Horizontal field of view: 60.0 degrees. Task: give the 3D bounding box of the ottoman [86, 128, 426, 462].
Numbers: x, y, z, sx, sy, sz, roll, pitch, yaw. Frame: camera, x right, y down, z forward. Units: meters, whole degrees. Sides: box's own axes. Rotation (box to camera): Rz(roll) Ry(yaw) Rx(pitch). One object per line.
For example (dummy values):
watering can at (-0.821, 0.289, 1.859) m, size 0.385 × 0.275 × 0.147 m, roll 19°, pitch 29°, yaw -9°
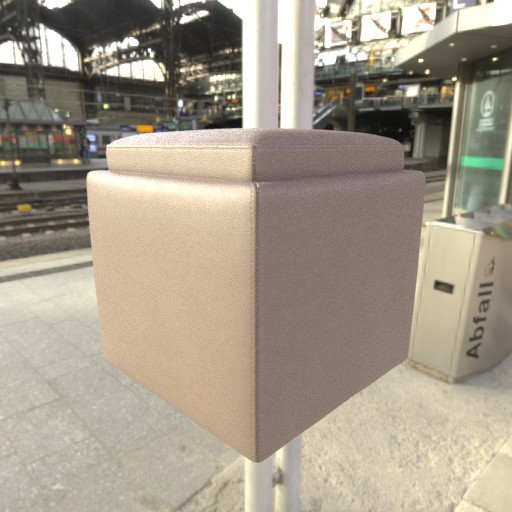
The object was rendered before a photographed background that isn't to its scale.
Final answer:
ottoman at (0.000, 0.000, 0.836) m, size 0.450 × 0.460 × 0.451 m, roll 14°, pitch 19°, yaw 43°
